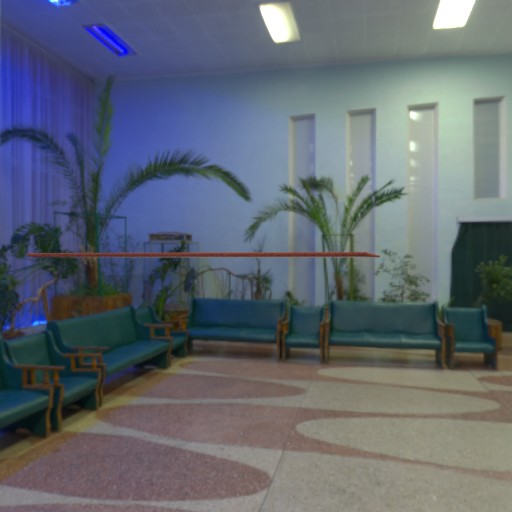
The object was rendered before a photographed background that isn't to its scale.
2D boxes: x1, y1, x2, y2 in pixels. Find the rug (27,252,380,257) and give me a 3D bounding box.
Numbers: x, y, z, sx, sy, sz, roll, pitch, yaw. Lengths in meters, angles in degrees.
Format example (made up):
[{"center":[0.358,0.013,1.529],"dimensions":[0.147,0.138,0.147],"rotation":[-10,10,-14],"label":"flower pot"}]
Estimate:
[{"center":[0.000,0.000,2.329],"dimensions":[1.219,0.014,1.829],"rotation":[0,0,17],"label":"rug"}]
